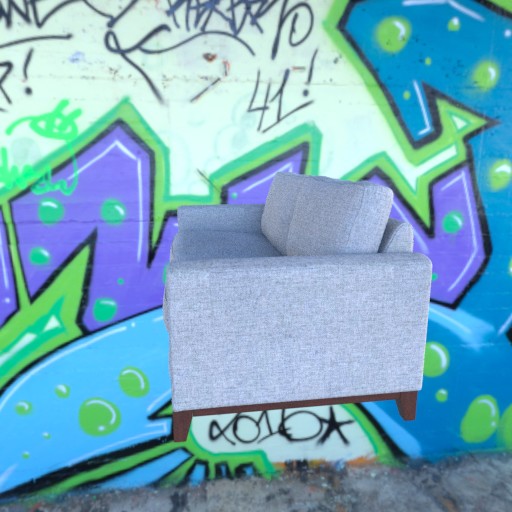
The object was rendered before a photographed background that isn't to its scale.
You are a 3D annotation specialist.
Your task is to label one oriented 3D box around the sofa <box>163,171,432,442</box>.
[{"bbox_3d":[0.000,0.000,2.466,0.969,0.892,1.978,-2,13,-8],"label":"sofa"}]
